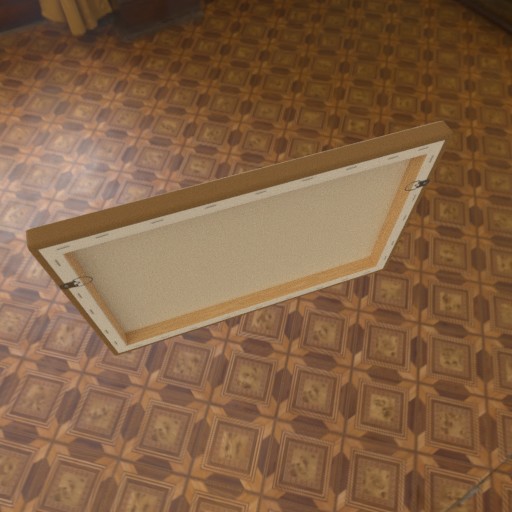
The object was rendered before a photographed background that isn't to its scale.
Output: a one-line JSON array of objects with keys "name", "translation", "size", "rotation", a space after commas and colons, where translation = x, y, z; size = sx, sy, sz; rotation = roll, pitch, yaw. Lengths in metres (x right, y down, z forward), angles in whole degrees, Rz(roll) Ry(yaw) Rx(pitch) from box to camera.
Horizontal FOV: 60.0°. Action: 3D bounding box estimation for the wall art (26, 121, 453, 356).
[{"name": "wall art", "translation": [0.000, 0.000, 0.485], "size": [0.380, 0.254, 0.019], "rotation": [-17, 60, -10]}]
